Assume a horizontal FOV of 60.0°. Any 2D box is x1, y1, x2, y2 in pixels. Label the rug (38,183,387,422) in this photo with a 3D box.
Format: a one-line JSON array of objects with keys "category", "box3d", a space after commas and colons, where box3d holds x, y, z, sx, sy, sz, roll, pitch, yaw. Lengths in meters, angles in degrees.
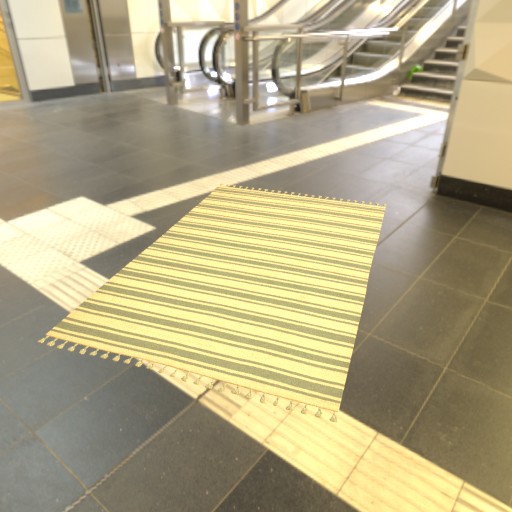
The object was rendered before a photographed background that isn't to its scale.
[{"category": "rug", "box3d": [0.000, 0.000, 3.030, 1.539, 0.011, 2.410, 10, 31, 16]}]
